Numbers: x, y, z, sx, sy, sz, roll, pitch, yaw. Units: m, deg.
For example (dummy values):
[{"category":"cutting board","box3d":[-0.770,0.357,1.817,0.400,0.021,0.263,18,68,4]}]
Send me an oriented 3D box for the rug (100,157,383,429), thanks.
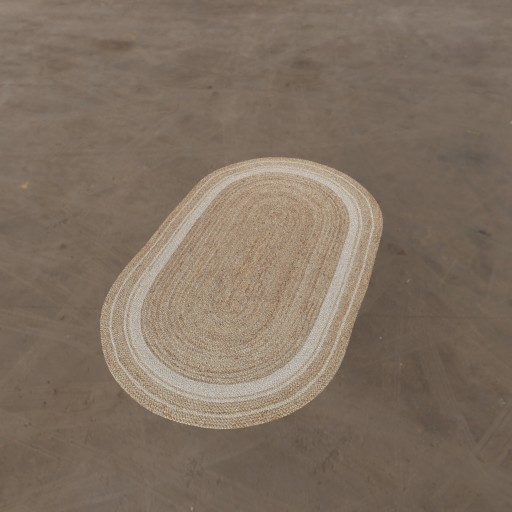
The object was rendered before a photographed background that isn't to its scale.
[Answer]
[{"category":"rug","box3d":[0.000,0.000,3.010,1.520,0.006,2.432,17,48,15]}]
